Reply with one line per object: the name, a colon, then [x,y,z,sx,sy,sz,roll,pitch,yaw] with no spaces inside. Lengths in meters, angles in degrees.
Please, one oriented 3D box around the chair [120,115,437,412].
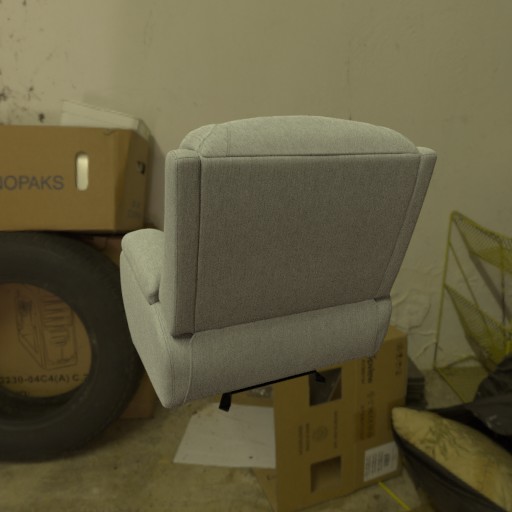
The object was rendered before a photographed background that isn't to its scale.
chair: [0.000,0.000,1.716,0.930,1.011,0.899,-7,16,-25]
